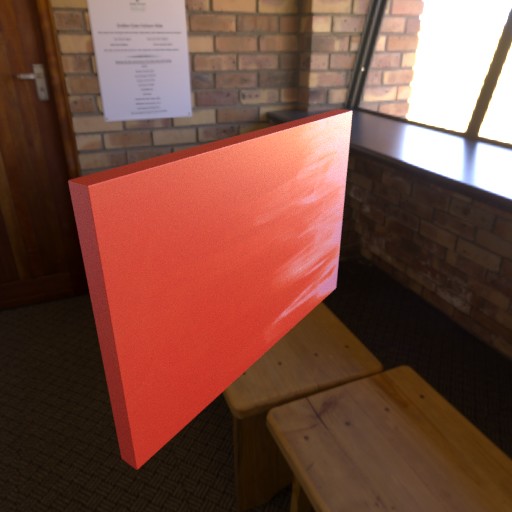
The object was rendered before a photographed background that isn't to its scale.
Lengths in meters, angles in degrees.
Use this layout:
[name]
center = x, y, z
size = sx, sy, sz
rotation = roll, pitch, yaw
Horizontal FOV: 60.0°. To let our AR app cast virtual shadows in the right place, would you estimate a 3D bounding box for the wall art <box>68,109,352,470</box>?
[wall art]
center = 0.000, 0.000, 0.749
size = 0.033, 0.405, 0.607
rotation = 18, 31, 31
